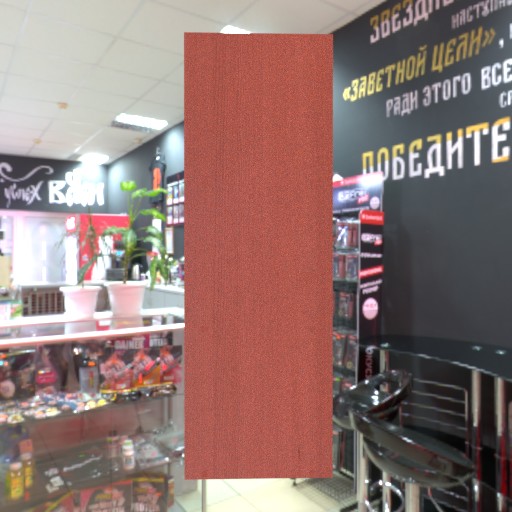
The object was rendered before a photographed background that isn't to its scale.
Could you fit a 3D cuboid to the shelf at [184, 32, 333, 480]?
[{"bbox_3d":[0.000,0.000,1.079,0.292,0.876,0.417,0,0,-2],"label":"shelf"}]
